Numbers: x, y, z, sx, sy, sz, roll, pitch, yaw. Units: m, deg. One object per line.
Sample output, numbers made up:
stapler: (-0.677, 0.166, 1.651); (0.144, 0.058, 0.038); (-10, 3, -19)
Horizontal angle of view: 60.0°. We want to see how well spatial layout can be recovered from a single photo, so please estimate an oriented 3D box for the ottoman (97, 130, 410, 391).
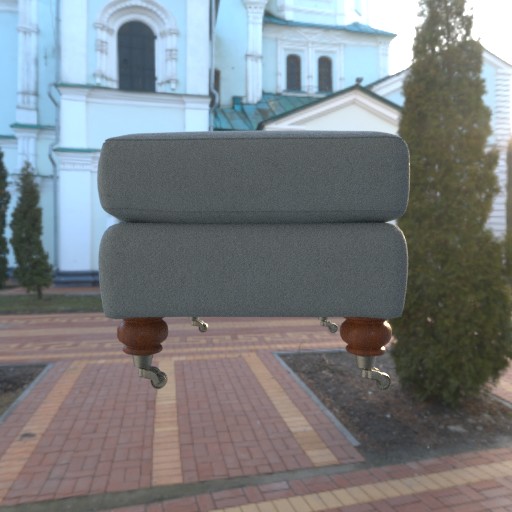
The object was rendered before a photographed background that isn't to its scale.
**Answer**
ottoman: (0.000, 0.000, 1.145); (0.569, 0.499, 0.773); (0, 0, 1)
